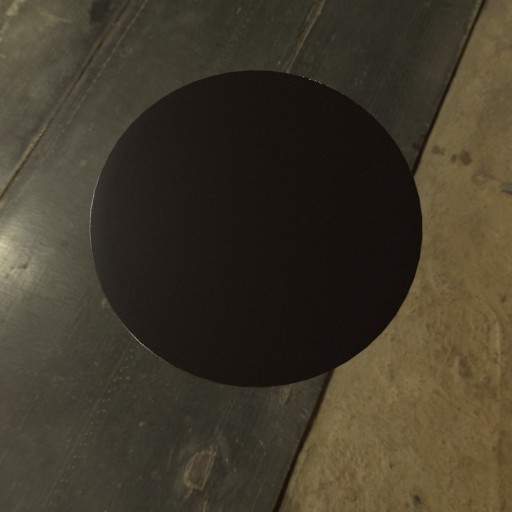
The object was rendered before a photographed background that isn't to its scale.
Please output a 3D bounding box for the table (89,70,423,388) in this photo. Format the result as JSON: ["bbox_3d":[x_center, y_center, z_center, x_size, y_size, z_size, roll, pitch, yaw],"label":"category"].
[{"bbox_3d":[0.000,0.000,1.093,0.597,0.618,0.597,0,76,0],"label":"table"}]
